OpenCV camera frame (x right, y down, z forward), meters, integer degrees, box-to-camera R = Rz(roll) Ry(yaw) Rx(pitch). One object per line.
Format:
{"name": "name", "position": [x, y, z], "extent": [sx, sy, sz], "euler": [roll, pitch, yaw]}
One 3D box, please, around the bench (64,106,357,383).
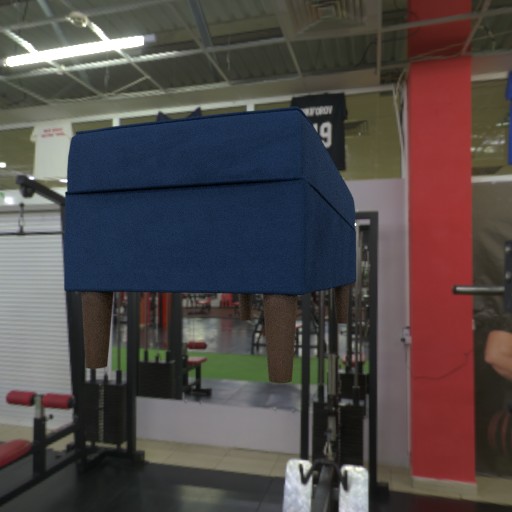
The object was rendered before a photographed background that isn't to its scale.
{"name": "bench", "position": [0.000, 0.000, 1.266], "extent": [0.489, 0.467, 1.010], "euler": [-1, -2, 17]}
